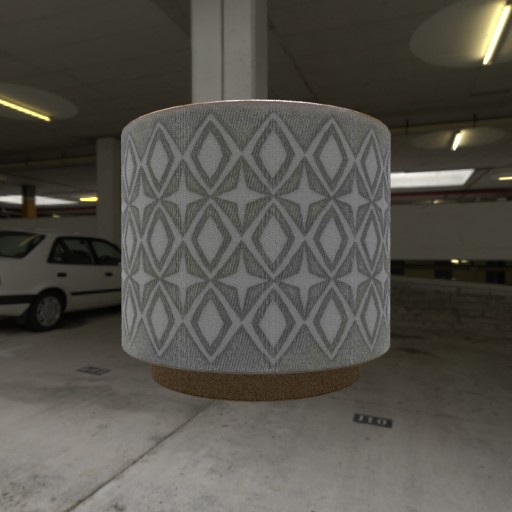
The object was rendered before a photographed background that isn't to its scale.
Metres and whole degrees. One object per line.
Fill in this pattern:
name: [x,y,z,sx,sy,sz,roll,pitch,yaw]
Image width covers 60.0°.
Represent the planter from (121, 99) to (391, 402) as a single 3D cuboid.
planter: [0.000,0.000,0.439,0.255,0.223,0.255,0,1,0]
